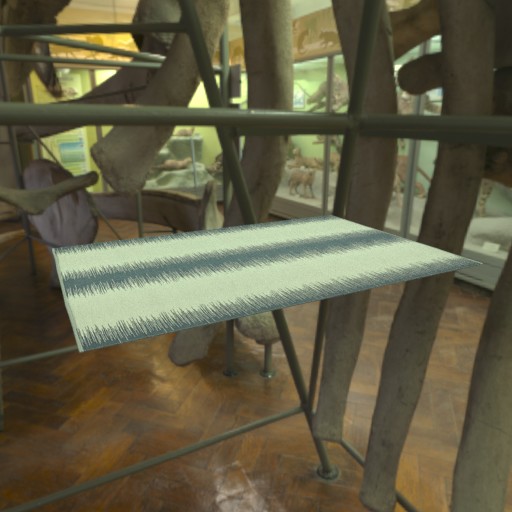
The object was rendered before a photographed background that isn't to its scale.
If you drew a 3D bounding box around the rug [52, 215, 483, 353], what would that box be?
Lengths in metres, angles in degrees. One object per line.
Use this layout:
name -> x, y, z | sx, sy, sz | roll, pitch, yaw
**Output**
rug -> 0.000, 0.000, 2.270 | 1.854, 0.006, 1.234 | -9, 20, -26
